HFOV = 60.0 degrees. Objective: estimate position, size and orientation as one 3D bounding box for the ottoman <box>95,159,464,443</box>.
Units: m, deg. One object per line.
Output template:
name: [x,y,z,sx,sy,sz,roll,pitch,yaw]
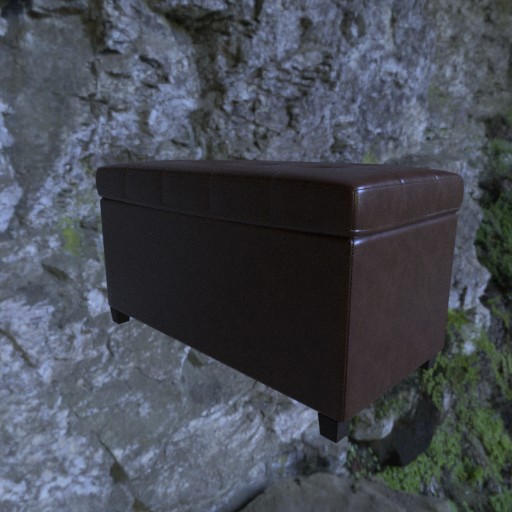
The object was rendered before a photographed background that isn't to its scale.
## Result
ottoman: [0.000,0.000,1.124,0.838,0.470,0.432,13,19,43]
